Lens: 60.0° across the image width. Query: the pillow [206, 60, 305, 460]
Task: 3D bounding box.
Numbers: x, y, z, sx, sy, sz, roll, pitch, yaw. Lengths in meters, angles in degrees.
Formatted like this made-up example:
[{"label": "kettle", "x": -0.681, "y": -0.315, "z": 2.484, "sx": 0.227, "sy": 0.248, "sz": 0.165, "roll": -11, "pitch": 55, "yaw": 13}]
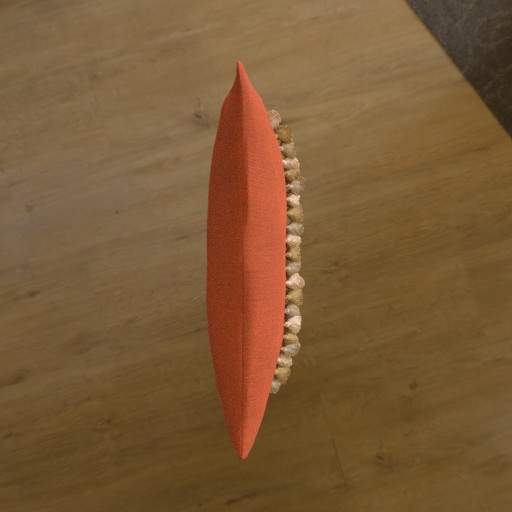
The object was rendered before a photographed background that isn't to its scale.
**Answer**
[{"label": "pillow", "x": 0.000, "y": 0.000, "z": 0.751, "sx": 0.165, "sy": 0.482, "sz": 0.490, "roll": 0, "pitch": 90, "yaw": 1}]
